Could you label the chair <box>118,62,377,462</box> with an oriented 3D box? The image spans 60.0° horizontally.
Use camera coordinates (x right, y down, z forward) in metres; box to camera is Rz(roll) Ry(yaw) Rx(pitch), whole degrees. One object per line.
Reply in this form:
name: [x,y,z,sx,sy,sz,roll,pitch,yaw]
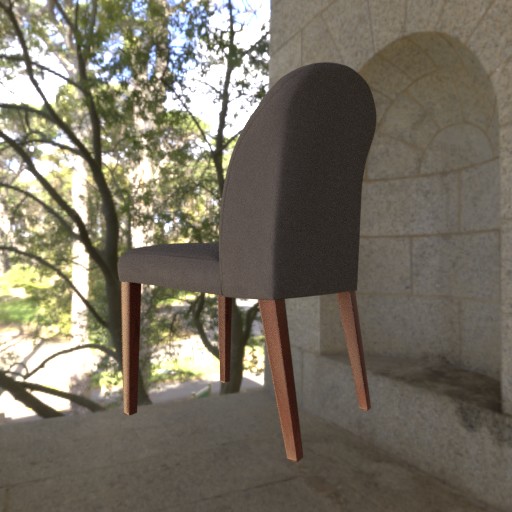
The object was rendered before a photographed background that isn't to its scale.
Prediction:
chair: [0.000,0.000,1.244,0.619,0.879,0.506,-1,-2,35]
